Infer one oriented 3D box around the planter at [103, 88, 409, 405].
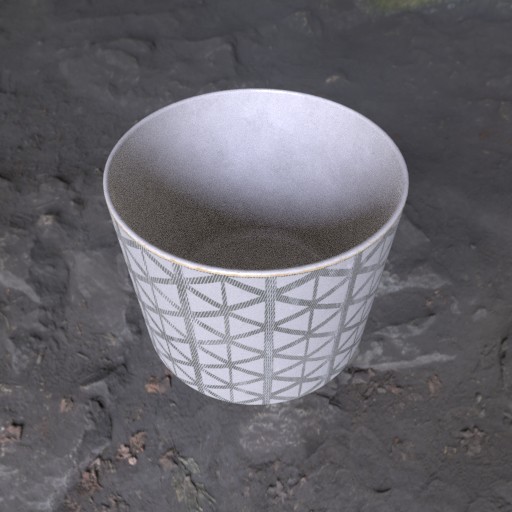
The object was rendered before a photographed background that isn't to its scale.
[{"bbox_3d":[0.000,0.000,0.348,0.190,0.181,0.190,0,48,0],"label":"planter"}]
